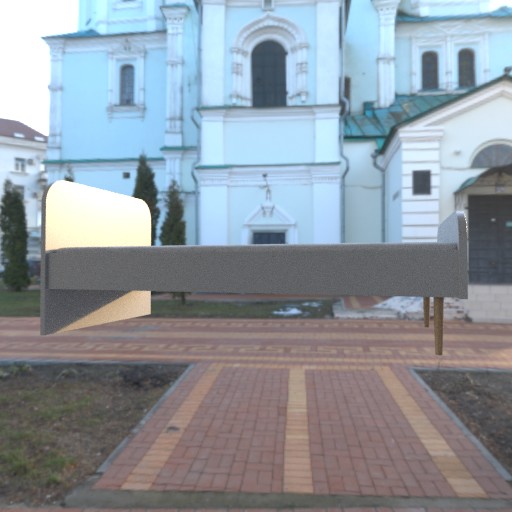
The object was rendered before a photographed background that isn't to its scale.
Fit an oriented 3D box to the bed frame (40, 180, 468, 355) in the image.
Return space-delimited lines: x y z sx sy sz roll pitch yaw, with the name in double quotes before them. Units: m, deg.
"bed frame" 0.000 0.000 2.413 1.963 0.805 0.998 0 -1 18
